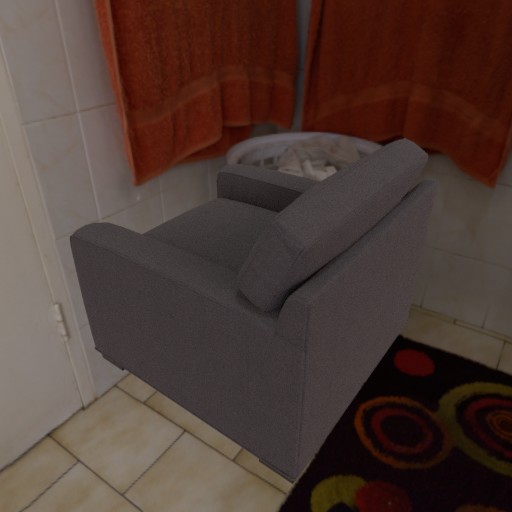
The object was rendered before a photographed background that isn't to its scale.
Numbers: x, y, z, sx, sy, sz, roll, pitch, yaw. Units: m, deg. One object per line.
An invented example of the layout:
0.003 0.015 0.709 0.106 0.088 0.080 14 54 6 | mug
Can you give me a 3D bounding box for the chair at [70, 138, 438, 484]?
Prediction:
0.000 0.000 1.794 1.043 0.913 0.997 21 37 31 | chair
